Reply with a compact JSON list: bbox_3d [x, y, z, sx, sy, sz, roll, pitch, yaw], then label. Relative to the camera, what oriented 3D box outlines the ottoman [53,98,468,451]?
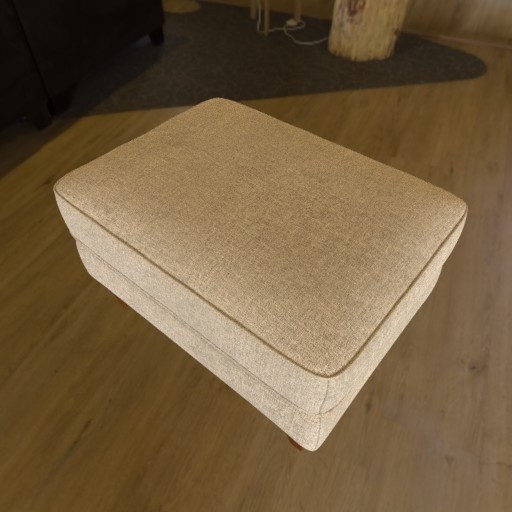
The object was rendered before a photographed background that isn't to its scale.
[{"bbox_3d":[0.000,0.000,1.270,0.889,0.561,0.661,31,54,26],"label":"ottoman"}]
